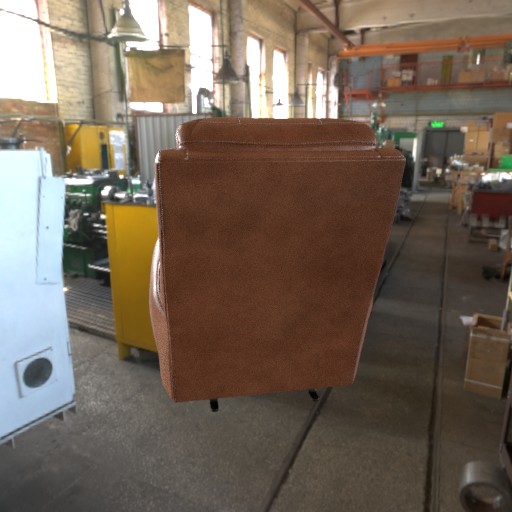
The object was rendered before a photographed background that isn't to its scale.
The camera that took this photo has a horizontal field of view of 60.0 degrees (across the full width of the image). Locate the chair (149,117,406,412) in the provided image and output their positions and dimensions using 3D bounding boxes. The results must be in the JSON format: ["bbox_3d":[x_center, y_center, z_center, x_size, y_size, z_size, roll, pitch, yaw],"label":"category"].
[{"bbox_3d":[0.000,0.000,1.765,0.821,1.016,1.072,-3,15,-10],"label":"chair"}]
